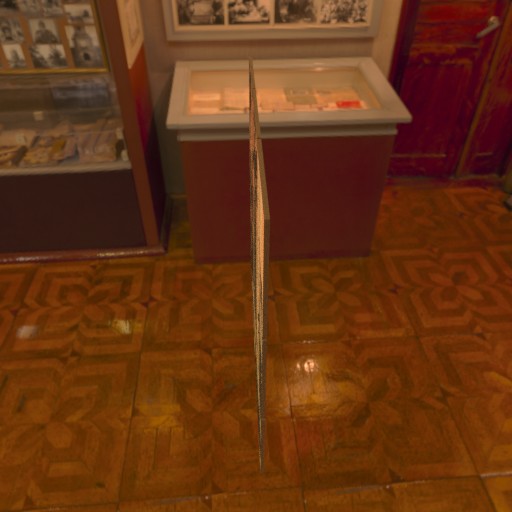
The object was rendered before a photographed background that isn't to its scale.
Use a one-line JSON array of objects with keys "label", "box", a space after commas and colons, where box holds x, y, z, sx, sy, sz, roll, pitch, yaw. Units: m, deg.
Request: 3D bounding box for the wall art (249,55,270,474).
[{"label": "wall art", "box": [0.000, 0.000, 1.817, 0.013, 1.216, 1.216, -1, 40, -2]}]
